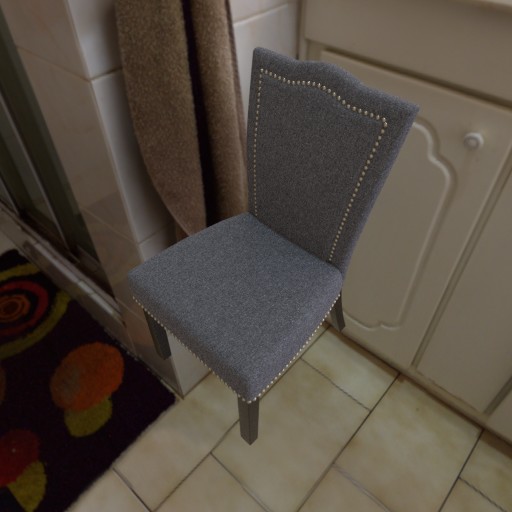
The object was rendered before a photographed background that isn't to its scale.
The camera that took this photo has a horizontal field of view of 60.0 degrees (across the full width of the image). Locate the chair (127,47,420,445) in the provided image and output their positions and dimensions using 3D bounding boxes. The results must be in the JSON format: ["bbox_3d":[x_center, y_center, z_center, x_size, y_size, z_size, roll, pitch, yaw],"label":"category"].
[{"bbox_3d":[0.000,0.000,1.280,0.518,0.946,0.589,35,55,29],"label":"chair"}]
